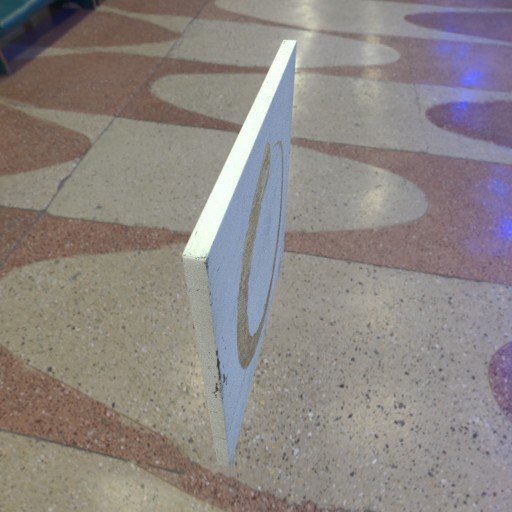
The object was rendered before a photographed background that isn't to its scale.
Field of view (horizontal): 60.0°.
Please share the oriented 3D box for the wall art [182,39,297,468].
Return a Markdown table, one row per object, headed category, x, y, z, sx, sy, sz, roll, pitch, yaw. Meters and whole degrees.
| category | x | y | z | sx | sy | sz | roll | pitch | yaw |
| --- | --- | --- | --- | --- | --- | --- | --- | --- | --- |
| wall art | 0.000 | 0.000 | 1.101 | 0.038 | 0.762 | 0.762 | 9 | 47 | 9 |
